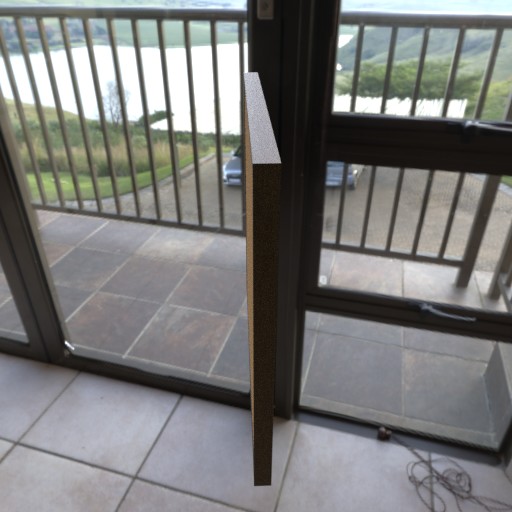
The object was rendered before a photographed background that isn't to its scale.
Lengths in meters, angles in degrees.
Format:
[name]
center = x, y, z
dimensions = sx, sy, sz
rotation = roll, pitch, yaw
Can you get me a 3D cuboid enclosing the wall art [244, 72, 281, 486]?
[wall art]
center = 0.000, 0.000, 1.130
dimensions = 0.039, 0.758, 0.758
rotation = -1, 31, -2
